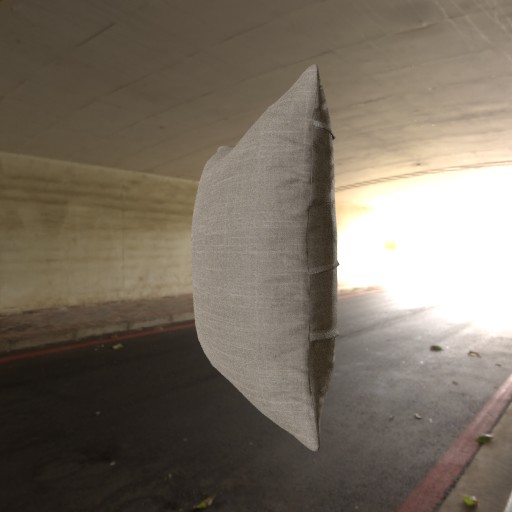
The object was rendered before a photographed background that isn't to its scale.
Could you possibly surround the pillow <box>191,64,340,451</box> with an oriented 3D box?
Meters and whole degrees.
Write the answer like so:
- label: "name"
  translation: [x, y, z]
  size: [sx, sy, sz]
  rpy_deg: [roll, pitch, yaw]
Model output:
- label: "pillow"
  translation: [0.000, 0.000, 0.646]
  size: [0.169, 0.400, 0.424]
  rpy_deg: [0, 1, -19]
